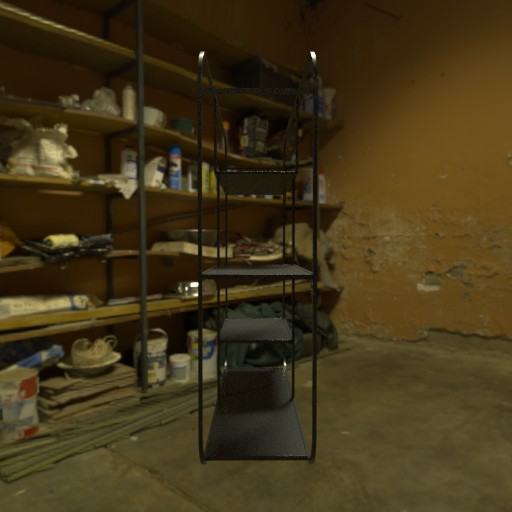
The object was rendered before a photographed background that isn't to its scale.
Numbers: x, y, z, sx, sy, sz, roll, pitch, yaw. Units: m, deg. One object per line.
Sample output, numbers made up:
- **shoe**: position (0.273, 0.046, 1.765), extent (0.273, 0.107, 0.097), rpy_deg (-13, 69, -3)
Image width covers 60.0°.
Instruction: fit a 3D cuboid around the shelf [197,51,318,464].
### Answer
- **shelf**: position (0.000, 0.000, 0.894), extent (0.160, 0.600, 0.600), rpy_deg (0, 1, 0)
